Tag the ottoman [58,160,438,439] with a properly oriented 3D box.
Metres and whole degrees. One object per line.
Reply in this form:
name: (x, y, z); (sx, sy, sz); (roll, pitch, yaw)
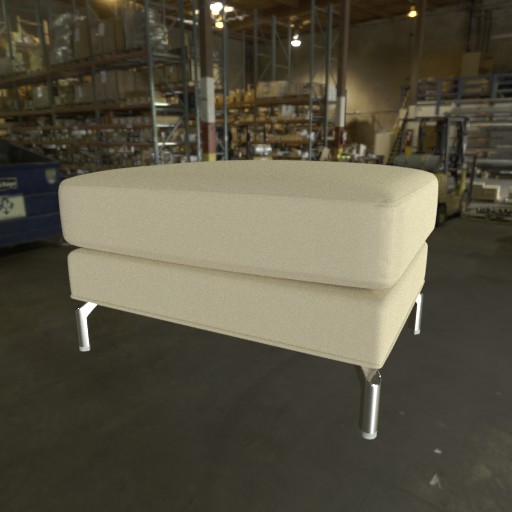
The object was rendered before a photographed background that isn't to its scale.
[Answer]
ottoman: (0.000, 0.000, 1.196); (0.835, 0.497, 0.581); (8, 17, 27)
